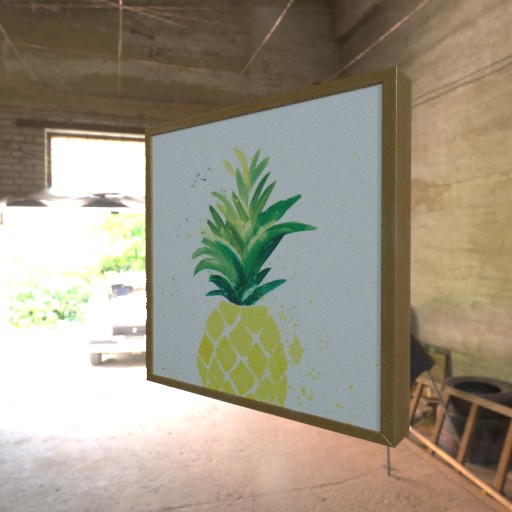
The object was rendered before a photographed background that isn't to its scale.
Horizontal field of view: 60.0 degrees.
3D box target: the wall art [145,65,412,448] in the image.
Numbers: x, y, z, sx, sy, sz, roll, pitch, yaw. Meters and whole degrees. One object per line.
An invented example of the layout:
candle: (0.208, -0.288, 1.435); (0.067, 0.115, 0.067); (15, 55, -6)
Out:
wall art: (0.000, 0.000, 0.459); (0.306, 0.305, 0.038); (1, 1, 37)
